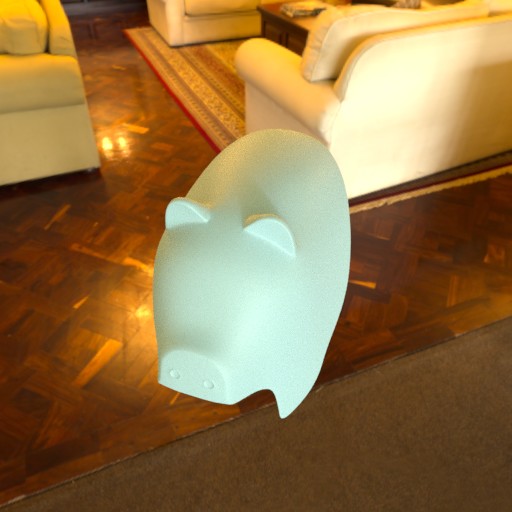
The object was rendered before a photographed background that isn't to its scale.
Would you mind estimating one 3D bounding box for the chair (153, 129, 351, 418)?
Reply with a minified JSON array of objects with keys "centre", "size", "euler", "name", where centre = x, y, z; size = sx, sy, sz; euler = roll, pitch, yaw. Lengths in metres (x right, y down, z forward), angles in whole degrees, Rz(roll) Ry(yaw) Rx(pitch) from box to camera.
[{"centre":[0.000,0.000,0.885],"size":[0.364,0.423,0.619],"euler":[12,43,14],"name":"chair"}]
